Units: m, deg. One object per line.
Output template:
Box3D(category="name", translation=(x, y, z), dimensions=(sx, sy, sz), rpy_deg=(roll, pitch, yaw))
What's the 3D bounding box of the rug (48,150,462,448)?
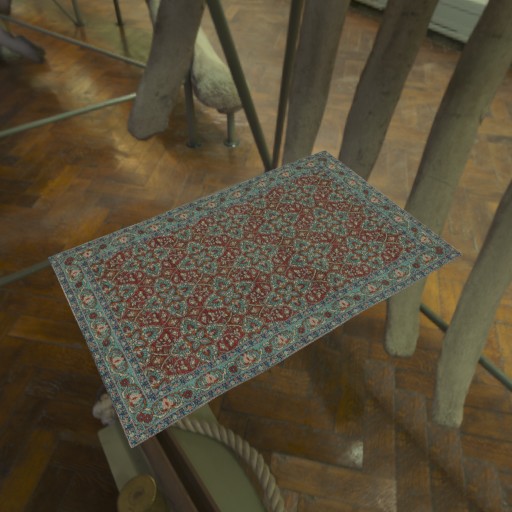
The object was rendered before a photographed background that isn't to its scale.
Box3D(category="rug", translation=(0.000, 0.000, 3.073), dimensions=(2.439, 0.011, 1.533), rpy_deg=(-25, 52, -22))
